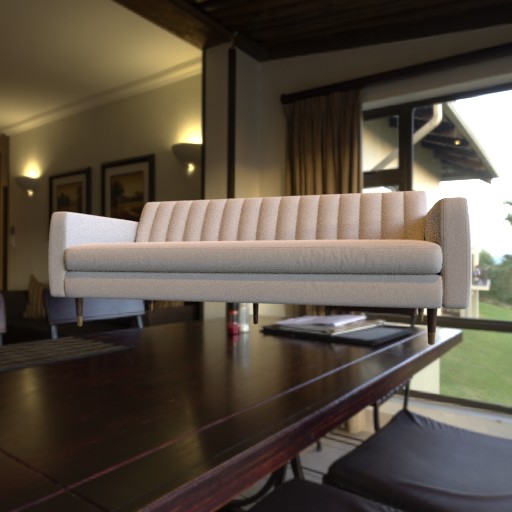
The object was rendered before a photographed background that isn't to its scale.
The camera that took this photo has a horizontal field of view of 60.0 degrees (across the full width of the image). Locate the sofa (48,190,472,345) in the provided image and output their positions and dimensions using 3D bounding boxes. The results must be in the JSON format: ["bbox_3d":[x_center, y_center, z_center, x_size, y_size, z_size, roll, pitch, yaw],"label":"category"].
[{"bbox_3d":[0.000,0.000,2.682,2.291,0.821,0.990,0,0,17],"label":"sofa"}]
